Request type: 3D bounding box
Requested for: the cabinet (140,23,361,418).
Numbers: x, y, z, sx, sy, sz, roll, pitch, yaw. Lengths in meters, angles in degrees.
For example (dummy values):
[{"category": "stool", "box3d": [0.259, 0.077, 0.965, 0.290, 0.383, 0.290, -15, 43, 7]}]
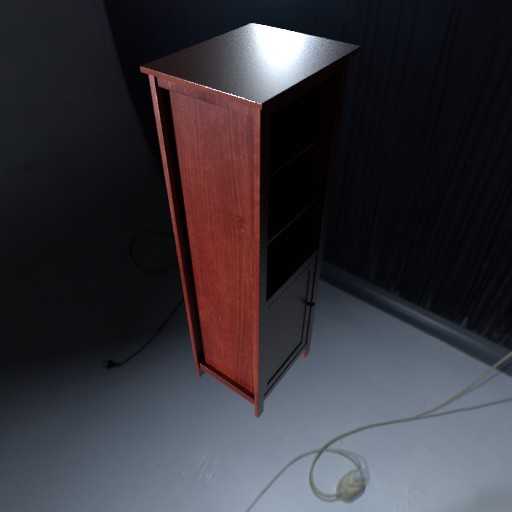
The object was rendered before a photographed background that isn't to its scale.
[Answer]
[{"category": "cabinet", "box3d": [0.000, 0.000, 1.752, 0.401, 1.518, 0.500, 26, 49, 26]}]
